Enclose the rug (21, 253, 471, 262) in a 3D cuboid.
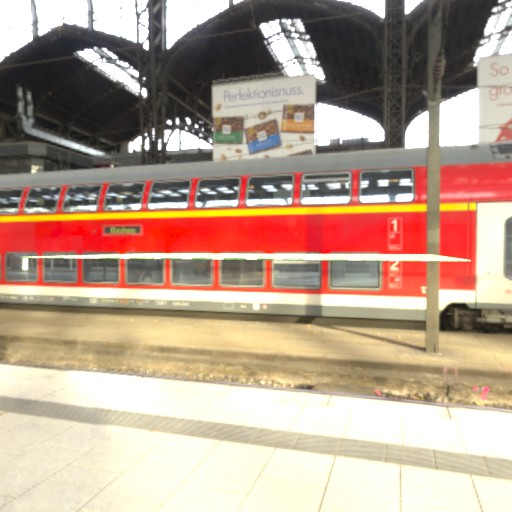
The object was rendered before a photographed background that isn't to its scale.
[{"bbox_3d":[0.000,0.000,2.302,1.826,0.006,1.220,0,1,16],"label":"rug"}]
